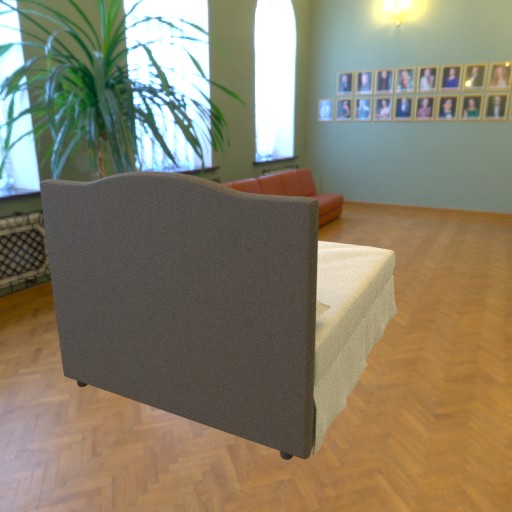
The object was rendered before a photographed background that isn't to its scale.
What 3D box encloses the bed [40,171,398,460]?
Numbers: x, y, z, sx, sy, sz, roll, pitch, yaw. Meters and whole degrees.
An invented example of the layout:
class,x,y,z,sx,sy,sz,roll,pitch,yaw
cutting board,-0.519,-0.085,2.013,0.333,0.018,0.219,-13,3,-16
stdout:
class,x,y,z,sx,sy,sz,roll,pitch,yaw
bed,0.000,0.000,3.367,1.821,1.436,2.282,8,18,26
